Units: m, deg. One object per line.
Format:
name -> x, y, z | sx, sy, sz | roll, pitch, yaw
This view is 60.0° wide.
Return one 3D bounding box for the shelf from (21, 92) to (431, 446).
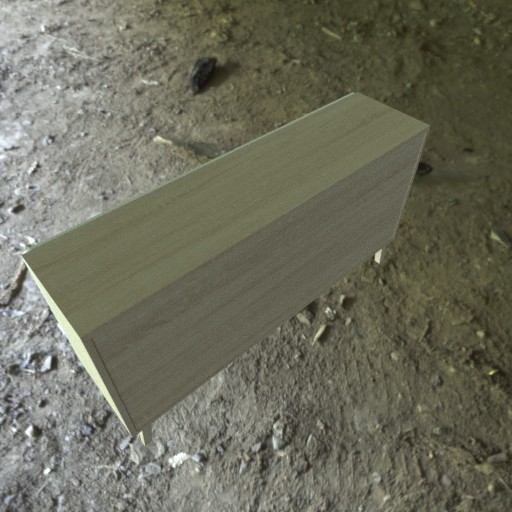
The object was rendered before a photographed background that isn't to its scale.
shelf -> 0.000, 0.000, 1.802 | 1.490, 0.780, 0.400 | -33, 55, -27
